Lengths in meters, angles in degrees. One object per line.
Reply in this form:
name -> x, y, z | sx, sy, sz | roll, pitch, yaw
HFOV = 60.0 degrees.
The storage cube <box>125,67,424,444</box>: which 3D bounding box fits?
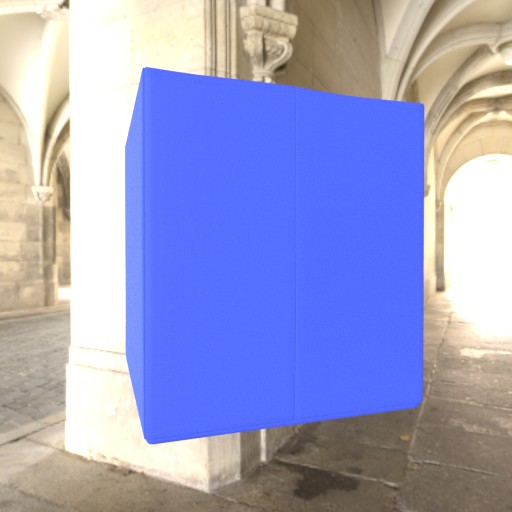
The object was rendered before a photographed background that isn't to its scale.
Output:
storage cube -> 0.000, 0.000, 0.492 | 0.270, 0.280, 0.270 | 0, 1, -19
